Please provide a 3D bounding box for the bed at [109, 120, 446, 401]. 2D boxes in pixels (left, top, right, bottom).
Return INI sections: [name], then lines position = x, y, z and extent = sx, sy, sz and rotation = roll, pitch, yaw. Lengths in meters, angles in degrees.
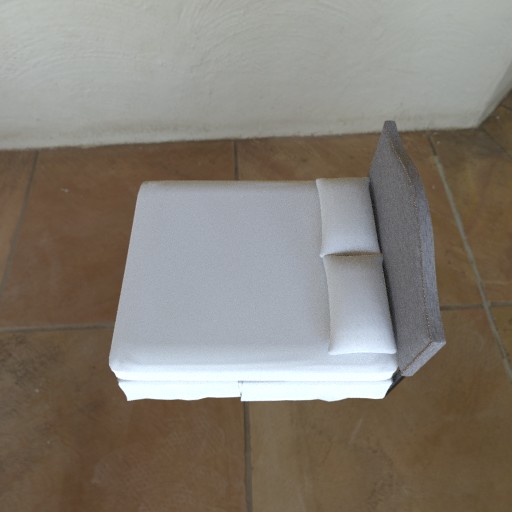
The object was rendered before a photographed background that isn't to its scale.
[bed]
position = 0.000, 0.000, 2.980
extent = 1.870, 1.295, 1.610
rotation = 0, 59, 0
